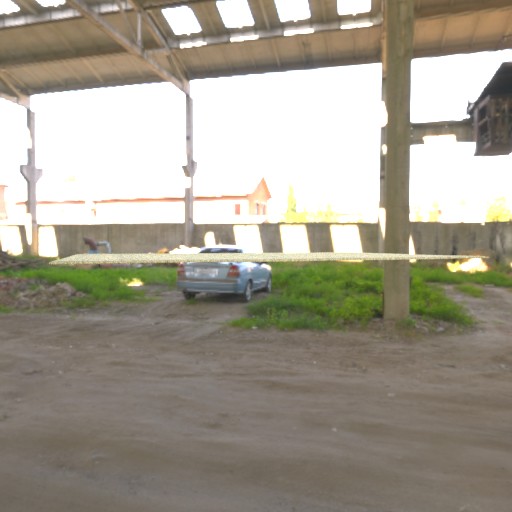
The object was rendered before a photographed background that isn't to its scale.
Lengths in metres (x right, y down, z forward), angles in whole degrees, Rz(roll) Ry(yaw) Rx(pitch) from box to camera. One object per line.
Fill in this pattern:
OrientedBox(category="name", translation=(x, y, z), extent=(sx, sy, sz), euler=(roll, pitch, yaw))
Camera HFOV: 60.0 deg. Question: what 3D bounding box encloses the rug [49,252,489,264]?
OrientedBox(category="rug", translation=(0.000, 0.000, 2.343), extent=(1.850, 0.015, 1.250), euler=(0, 2, -18))
